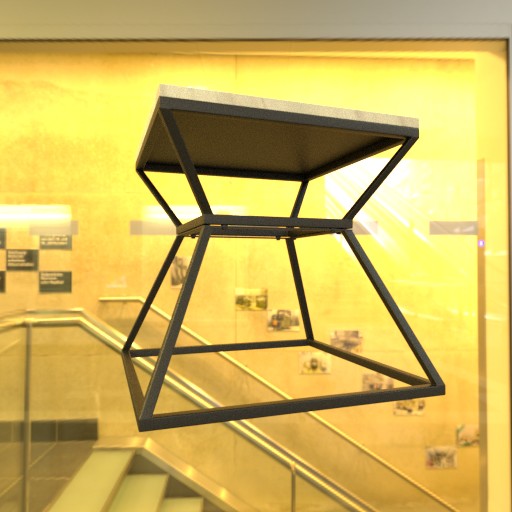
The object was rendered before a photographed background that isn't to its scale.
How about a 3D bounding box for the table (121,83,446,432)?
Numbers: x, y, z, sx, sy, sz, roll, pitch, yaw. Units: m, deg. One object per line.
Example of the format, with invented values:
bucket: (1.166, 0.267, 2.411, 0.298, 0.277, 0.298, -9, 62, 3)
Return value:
table: (0.000, 0.000, 0.819, 0.455, 0.431, 0.455, 0, -1, -19)
